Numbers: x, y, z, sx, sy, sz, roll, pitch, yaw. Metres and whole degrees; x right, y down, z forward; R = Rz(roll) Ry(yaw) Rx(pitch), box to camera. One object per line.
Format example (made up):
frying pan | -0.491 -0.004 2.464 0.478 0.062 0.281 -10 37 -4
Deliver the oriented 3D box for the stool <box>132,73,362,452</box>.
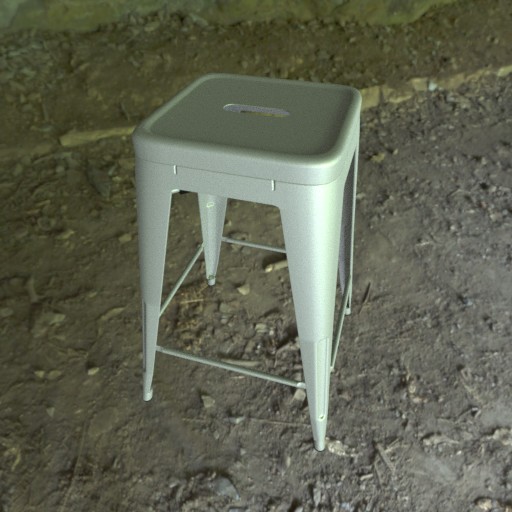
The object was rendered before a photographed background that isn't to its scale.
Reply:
stool | 0.000 0.000 0.893 0.410 0.608 0.410 11 41 13
